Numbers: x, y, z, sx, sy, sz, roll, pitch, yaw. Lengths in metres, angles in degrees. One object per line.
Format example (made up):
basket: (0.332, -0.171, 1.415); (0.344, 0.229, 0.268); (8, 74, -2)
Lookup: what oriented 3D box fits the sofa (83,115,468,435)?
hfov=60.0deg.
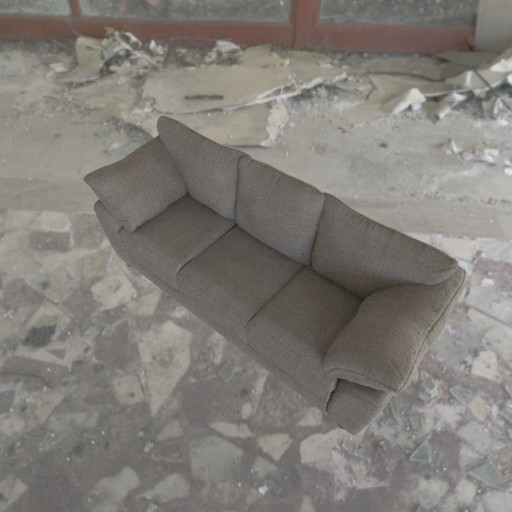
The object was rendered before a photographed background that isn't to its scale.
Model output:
sofa: (0.000, 0.000, 2.812); (2.334, 0.996, 0.878); (32, 54, 27)
